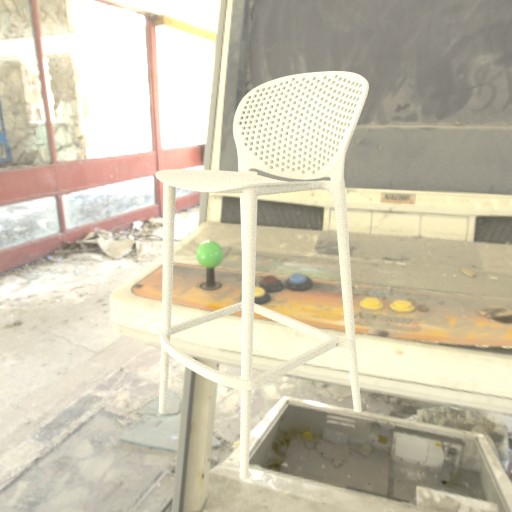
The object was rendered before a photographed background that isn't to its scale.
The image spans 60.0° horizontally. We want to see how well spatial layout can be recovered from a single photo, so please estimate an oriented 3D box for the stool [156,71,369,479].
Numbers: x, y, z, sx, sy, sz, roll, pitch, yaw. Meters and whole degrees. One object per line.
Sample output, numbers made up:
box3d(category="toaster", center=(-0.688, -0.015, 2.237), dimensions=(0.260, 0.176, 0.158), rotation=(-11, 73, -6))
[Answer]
box3d(category="stool", center=(0.000, 0.000, 1.318), dimensions=(0.536, 1.045, 0.535), rotation=(17, 24, 42))
